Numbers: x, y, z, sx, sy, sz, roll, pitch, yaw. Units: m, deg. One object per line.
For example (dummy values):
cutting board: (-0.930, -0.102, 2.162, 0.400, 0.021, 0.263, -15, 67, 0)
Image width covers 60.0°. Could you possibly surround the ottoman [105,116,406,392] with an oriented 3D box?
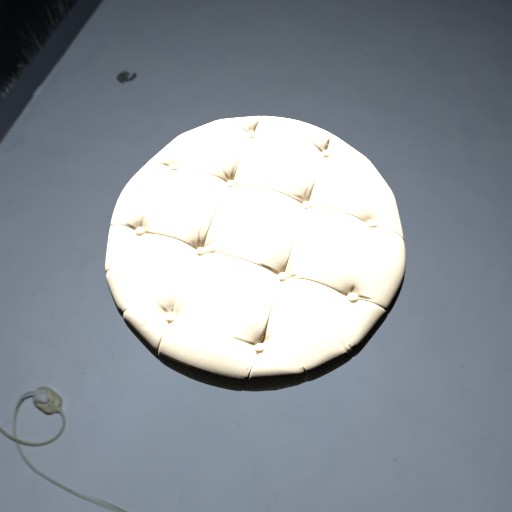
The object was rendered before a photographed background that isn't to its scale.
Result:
ottoman: (0.000, 0.000, 1.447, 0.901, 0.439, 0.901, 0, 64, 0)
